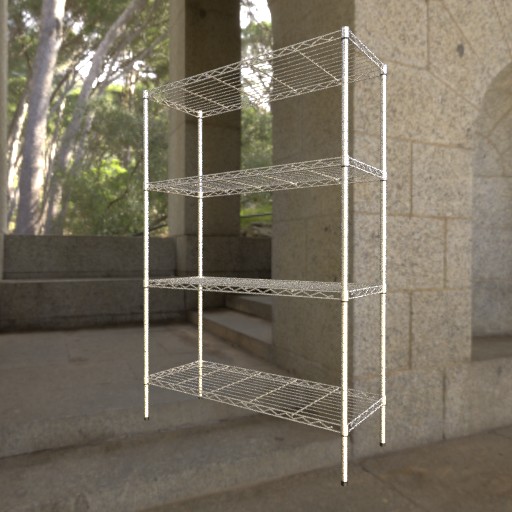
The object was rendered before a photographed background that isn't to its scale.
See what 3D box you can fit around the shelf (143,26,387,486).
[{"bbox_3d":[0.000,0.000,1.708,0.907,1.360,0.352,0,1,36],"label":"shelf"}]
